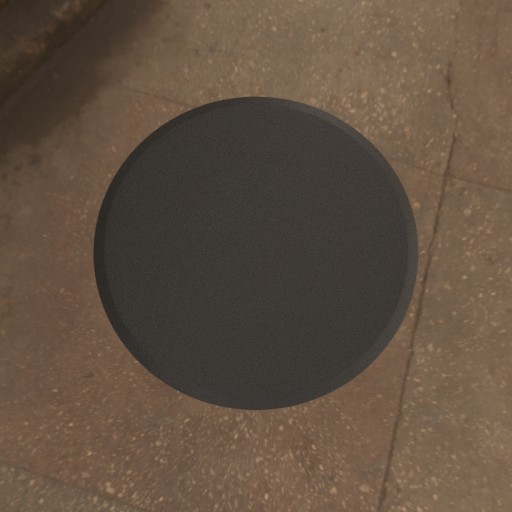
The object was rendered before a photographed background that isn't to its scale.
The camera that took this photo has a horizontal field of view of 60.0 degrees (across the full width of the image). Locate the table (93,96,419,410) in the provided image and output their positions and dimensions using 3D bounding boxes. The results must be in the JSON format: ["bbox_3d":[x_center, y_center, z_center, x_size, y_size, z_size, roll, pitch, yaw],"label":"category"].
[{"bbox_3d":[0.000,0.000,1.415,0.900,0.400,0.900,0,76,0],"label":"table"}]
